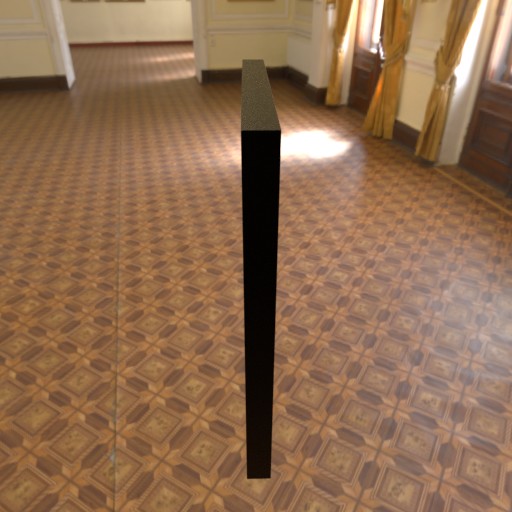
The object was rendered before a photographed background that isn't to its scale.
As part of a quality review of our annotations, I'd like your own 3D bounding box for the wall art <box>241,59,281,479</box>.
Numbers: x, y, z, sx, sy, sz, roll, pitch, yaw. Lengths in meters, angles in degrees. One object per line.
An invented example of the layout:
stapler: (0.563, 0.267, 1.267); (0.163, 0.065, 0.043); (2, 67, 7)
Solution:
wall art: (0.000, 0.000, 0.750); (0.039, 0.553, 0.451); (-1, 32, -1)
